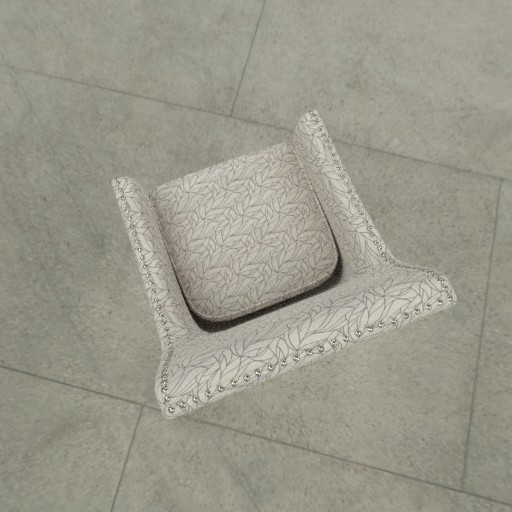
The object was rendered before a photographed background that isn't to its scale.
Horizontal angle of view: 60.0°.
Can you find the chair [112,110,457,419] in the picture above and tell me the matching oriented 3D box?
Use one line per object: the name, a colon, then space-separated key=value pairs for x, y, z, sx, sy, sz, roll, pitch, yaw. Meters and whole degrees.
chair: x=0.000 y=0.000 z=1.285 sx=0.623 sy=0.816 sz=0.651 roll=-20 pitch=76 yaw=-5
